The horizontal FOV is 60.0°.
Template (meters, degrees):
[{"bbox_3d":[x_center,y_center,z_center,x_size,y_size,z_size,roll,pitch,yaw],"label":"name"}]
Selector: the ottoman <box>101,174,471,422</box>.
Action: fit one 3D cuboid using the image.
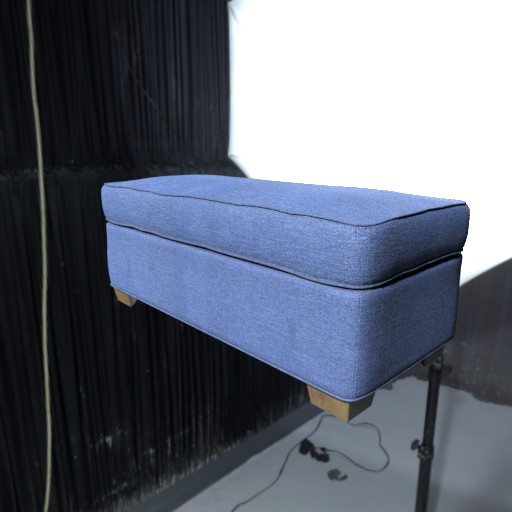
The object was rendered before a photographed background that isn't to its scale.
[{"bbox_3d":[0.000,0.000,1.389,0.515,0.460,1.110,-13,19,-42],"label":"ottoman"}]
